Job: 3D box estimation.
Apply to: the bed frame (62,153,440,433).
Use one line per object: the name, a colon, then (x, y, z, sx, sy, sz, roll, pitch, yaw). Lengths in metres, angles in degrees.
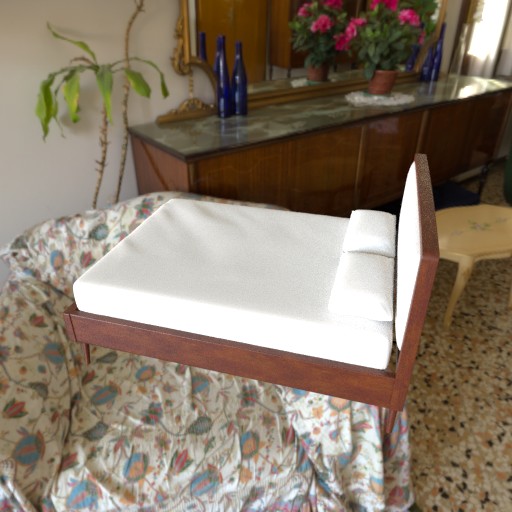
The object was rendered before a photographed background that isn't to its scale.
bed frame: (0.000, 0.000, 3.207, 2.171, 1.279, 1.587, 8, 31, 14)
